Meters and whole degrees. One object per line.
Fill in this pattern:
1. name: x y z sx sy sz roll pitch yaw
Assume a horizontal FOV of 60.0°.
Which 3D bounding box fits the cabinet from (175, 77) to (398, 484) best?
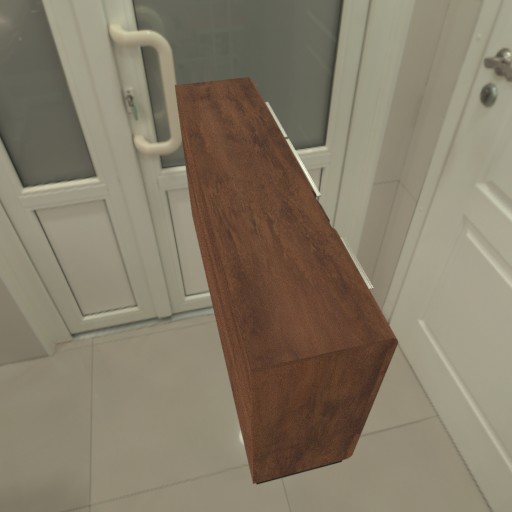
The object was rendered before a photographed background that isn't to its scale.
1. cabinet: 0.000 0.000 1.973 0.420 0.900 1.600 -10 46 -10
